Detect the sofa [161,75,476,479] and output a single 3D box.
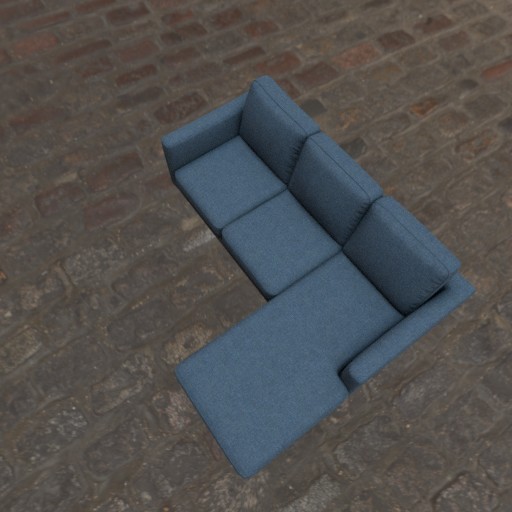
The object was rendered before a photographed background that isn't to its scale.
[{"bbox_3d":[0.000,0.000,2.886,1.667,0.957,2.055,-33,68,-15],"label":"sofa"}]
